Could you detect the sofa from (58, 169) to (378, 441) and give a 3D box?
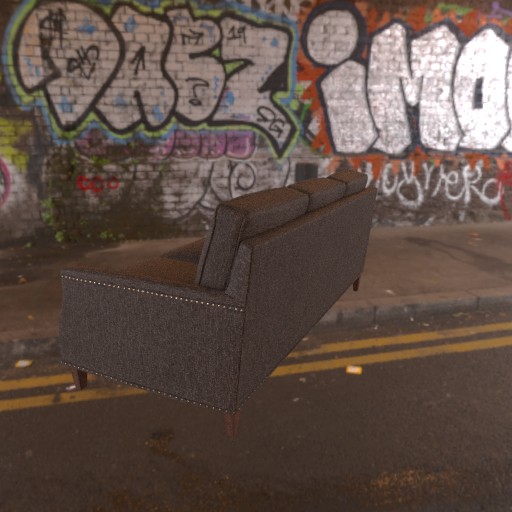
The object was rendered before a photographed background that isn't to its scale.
[{"bbox_3d":[0.000,0.000,2.847,1.084,1.003,2.246,7,17,26],"label":"sofa"}]
